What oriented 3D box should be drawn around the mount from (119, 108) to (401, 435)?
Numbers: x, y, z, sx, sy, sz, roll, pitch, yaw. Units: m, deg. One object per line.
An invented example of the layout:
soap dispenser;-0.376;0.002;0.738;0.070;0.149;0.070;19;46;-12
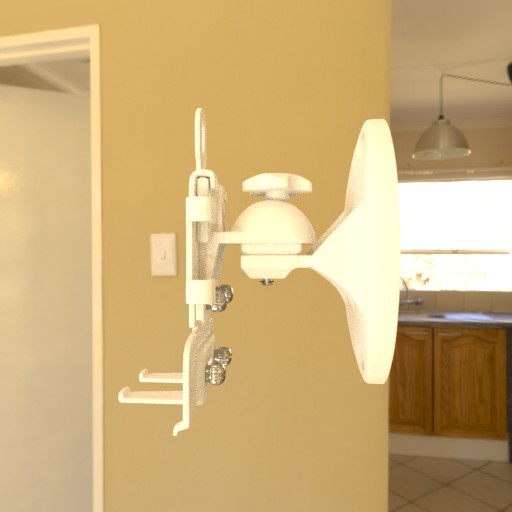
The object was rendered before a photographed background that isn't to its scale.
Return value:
mount;0.000;0.000;0.178;0.100;0.118;0.066;0;0;2
